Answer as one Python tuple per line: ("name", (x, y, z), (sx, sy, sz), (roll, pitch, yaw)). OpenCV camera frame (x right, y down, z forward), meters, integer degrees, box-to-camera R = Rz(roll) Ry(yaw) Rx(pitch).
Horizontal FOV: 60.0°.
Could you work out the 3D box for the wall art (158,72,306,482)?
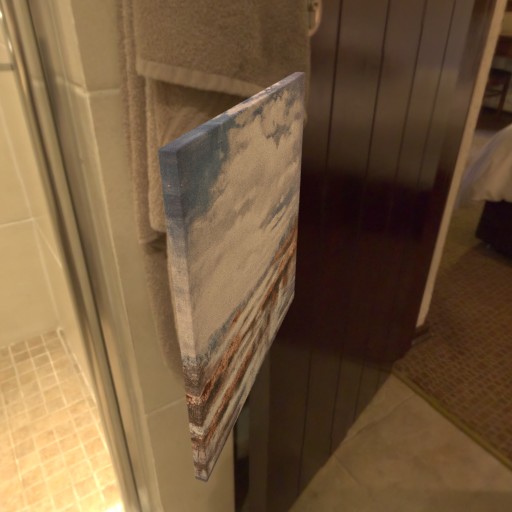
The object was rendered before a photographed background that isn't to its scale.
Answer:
("wall art", (0.000, 0.000, 1.312), (0.035, 0.897, 0.888), (10, 32, 16))
